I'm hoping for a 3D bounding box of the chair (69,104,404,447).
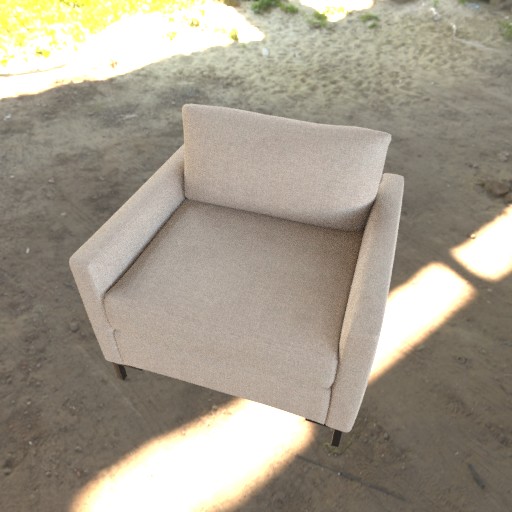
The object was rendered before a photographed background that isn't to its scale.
[{"bbox_3d":[0.000,0.000,1.647,0.963,0.861,0.866,12,42,14],"label":"chair"}]
